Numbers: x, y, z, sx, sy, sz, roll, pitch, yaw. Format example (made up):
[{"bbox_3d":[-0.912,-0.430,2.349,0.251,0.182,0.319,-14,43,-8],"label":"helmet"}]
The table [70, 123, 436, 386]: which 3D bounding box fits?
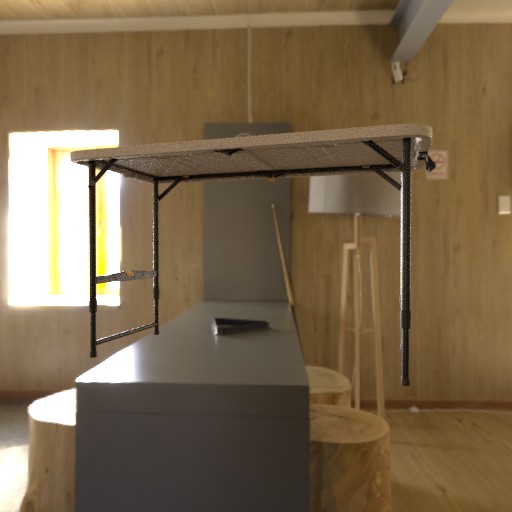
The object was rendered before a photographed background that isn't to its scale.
[{"bbox_3d":[0.000,0.000,1.655,1.245,0.737,0.611,0,1,18],"label":"table"}]
